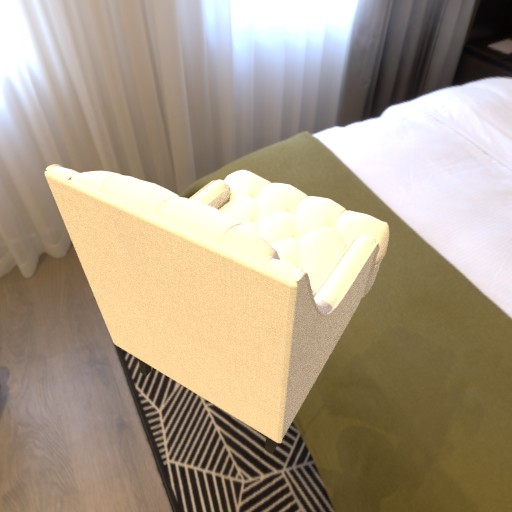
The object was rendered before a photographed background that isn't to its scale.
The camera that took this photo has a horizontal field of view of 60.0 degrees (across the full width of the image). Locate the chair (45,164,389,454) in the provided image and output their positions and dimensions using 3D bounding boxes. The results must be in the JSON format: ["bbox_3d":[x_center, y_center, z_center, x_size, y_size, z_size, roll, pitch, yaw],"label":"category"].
[{"bbox_3d":[0.000,0.000,1.390,0.658,0.891,0.772,24,50,21],"label":"chair"}]
